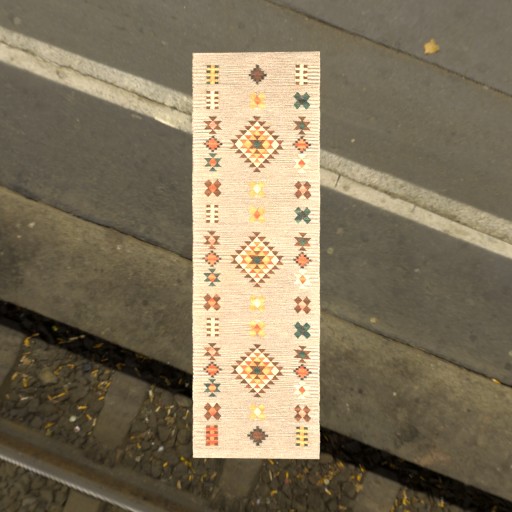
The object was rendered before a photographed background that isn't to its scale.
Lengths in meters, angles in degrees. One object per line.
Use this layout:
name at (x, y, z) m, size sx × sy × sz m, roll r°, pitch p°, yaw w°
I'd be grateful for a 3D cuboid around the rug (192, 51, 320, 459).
rug at (0.000, 0.000, 2.657) m, size 0.766 × 0.008 × 2.432 m, roll 0°, pitch 90°, yaw 1°
